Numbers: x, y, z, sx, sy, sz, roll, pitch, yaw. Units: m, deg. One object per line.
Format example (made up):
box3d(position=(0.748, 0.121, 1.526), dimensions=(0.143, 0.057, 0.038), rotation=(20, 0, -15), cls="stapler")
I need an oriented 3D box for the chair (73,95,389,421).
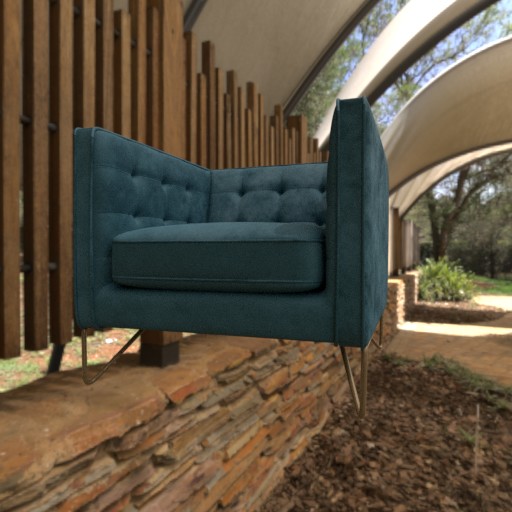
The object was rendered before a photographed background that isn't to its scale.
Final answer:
box3d(position=(0.000, 0.000, 1.580), dimensions=(0.880, 0.790, 0.894), rotation=(0, 1, 19), cls="chair")
